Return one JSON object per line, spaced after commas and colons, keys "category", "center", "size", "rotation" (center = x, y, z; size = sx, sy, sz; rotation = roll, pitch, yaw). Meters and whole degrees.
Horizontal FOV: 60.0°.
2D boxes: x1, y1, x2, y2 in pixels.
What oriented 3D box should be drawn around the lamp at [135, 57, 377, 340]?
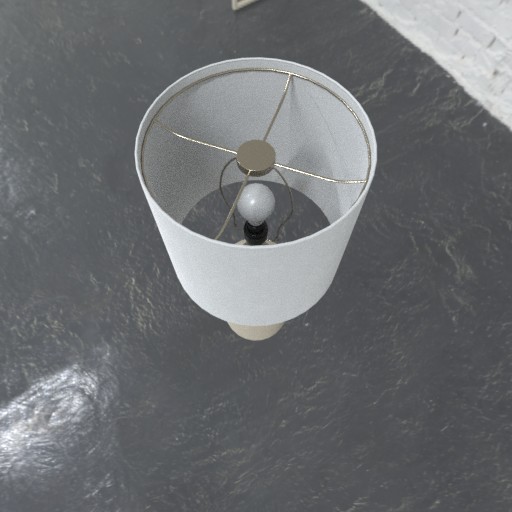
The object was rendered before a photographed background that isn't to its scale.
{"category": "lamp", "center": [0.000, 0.000, 0.618], "size": [0.220, 0.475, 0.220], "rotation": [31, 68, 14]}
